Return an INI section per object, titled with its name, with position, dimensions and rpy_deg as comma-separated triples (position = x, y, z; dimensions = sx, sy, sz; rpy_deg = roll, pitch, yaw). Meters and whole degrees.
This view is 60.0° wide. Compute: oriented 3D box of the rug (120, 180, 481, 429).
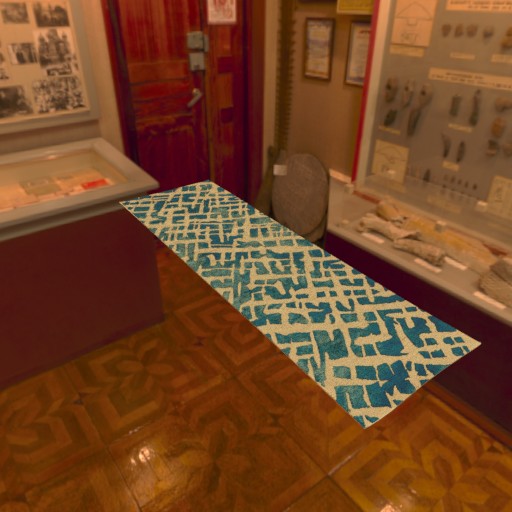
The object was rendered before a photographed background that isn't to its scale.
[rug]
position = 0.000, 0.000, 2.651
dimensions = 0.768, 0.011, 2.446
rpy_deg = -20, 37, -30
